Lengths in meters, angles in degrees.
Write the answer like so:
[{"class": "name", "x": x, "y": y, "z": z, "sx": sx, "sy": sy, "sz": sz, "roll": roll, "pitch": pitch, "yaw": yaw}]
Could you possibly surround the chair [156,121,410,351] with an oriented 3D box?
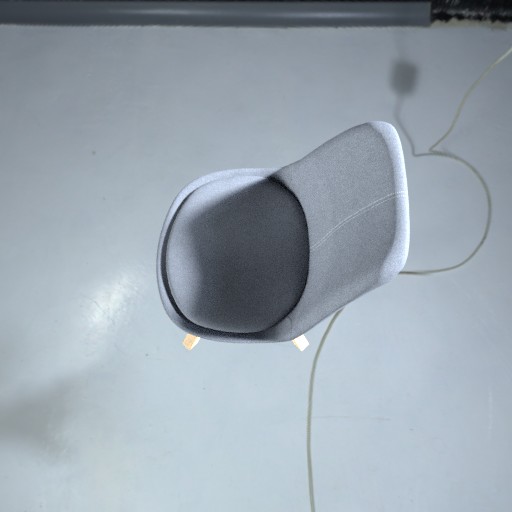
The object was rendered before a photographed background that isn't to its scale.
[{"class": "chair", "x": 0.000, "y": 0.000, "z": 1.200, "sx": 0.549, "sy": 0.863, "sz": 0.474, "roll": 1, "pitch": 74, "yaw": 0}]
